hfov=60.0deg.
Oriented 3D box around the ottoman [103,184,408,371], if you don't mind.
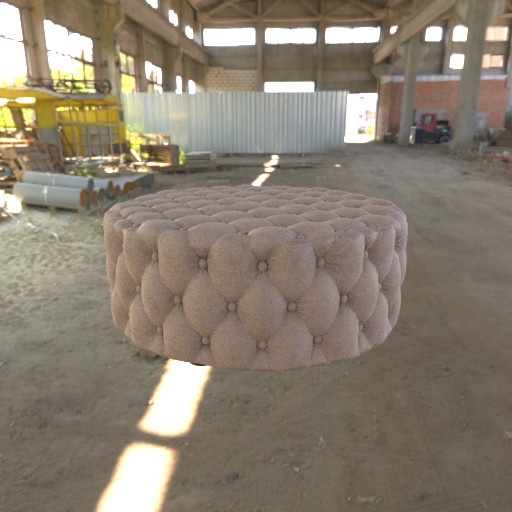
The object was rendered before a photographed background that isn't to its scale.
[{"bbox_3d":[0.000,0.000,1.542,0.998,0.399,0.998,0,16,0],"label":"ottoman"}]
